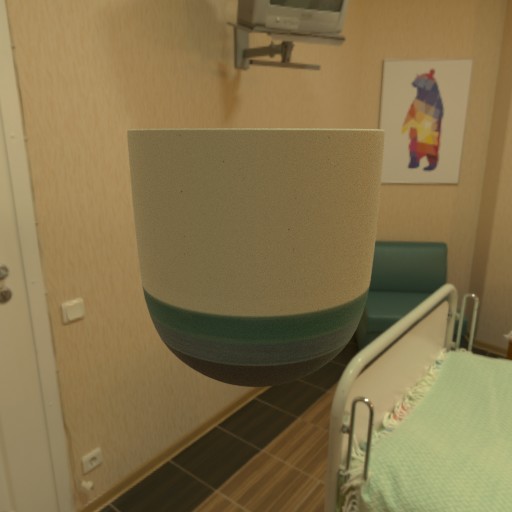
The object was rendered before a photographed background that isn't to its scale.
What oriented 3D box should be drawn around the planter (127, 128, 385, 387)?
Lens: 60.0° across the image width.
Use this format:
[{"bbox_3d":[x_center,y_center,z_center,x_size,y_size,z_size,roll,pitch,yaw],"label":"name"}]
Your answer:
[{"bbox_3d":[0.000,0.000,0.391,0.204,0.214,0.204,0,15,0],"label":"planter"}]
